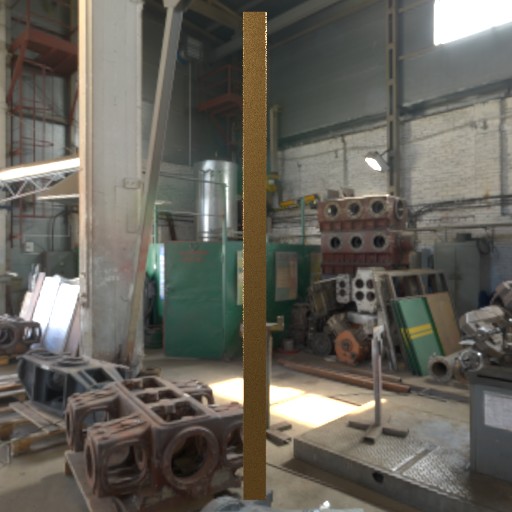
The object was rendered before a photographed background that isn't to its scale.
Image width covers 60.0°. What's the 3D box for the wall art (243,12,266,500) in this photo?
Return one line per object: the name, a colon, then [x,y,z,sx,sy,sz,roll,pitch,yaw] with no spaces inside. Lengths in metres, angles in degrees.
wall art: [0.000,0.000,1.041,0.038,0.812,0.610,0,0,0]
